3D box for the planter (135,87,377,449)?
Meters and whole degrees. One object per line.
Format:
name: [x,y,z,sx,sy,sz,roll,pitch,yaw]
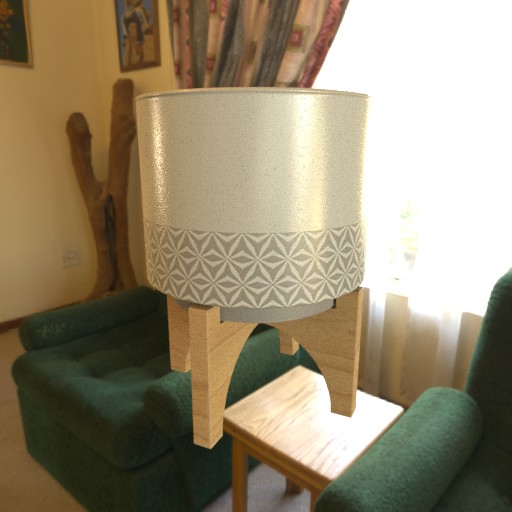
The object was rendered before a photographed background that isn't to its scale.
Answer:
planter: [0.000,0.000,0.515,0.249,0.343,0.249,0,15,0]
